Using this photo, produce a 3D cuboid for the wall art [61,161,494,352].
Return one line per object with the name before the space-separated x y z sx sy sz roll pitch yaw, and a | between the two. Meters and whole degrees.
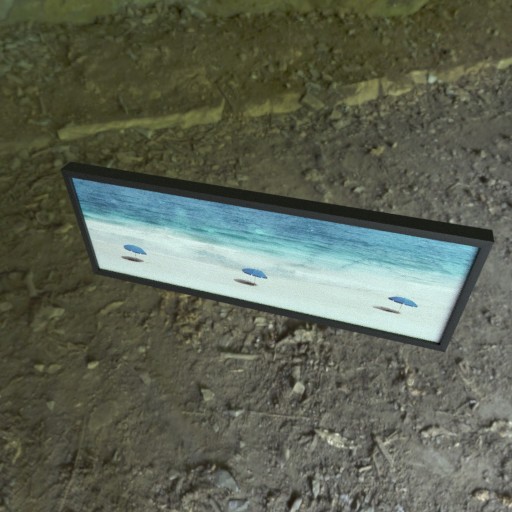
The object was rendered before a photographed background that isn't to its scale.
wall art | 0.000 0.000 0.962 0.860 0.303 0.037 11 42 13
